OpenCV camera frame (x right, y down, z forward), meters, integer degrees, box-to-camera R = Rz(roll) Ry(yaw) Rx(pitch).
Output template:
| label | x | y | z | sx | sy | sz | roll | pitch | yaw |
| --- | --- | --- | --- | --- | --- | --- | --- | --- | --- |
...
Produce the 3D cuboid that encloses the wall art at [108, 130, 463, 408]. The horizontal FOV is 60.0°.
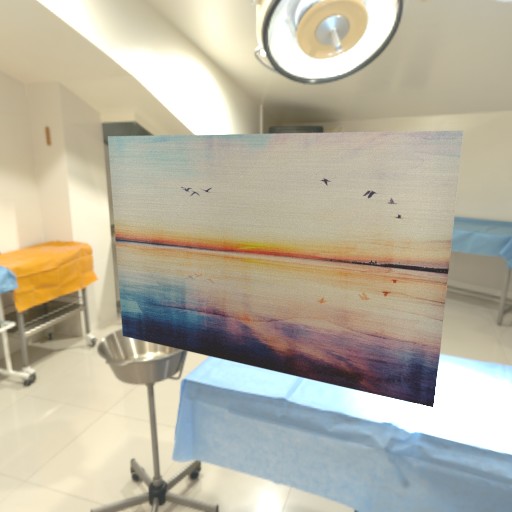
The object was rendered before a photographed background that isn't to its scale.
| label | x | y | z | sx | sy | sz | roll | pitch | yaw |
| --- | --- | --- | --- | --- | --- | --- | --- | --- | --- |
| wall art | 0.000 | 0.000 | 1.141 | 0.911 | 0.605 | 0.037 | 6 | 15 | 25 |
